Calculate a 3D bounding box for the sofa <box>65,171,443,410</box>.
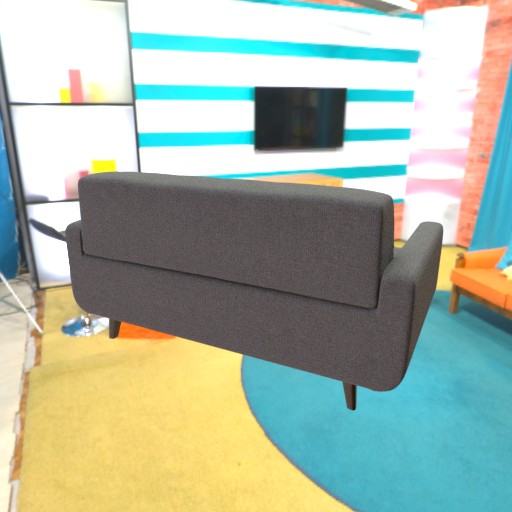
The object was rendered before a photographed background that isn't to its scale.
[{"bbox_3d":[0.000,0.000,2.202,1.631,0.841,0.909,9,20,26],"label":"sofa"}]
